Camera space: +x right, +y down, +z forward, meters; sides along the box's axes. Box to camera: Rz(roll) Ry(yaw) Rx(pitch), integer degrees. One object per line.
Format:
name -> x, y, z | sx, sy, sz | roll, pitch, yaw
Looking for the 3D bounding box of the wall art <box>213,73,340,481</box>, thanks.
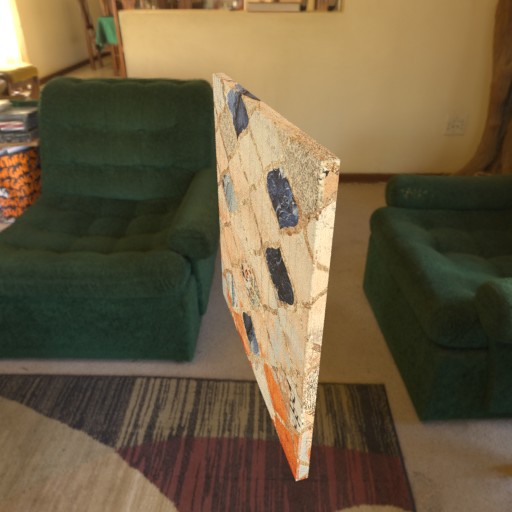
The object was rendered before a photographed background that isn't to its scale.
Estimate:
wall art -> 0.000, 0.000, 1.355 | 0.039, 0.914, 0.912 | -9, 32, -14
